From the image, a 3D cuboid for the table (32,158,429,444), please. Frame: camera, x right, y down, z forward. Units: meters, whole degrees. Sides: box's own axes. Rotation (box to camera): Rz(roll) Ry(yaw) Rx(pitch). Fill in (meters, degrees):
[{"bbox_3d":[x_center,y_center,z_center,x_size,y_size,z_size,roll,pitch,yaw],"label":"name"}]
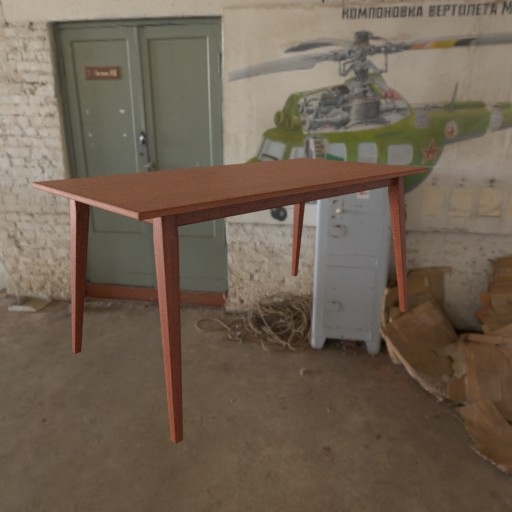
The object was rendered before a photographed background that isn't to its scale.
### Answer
[{"bbox_3d":[0.000,0.000,2.063,1.609,0.755,0.811,-16,23,-41],"label":"table"}]
